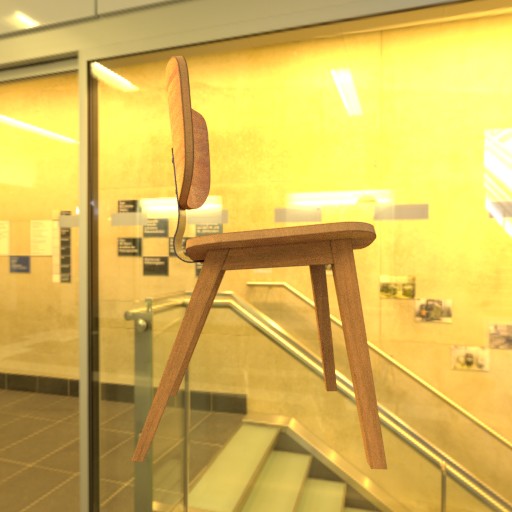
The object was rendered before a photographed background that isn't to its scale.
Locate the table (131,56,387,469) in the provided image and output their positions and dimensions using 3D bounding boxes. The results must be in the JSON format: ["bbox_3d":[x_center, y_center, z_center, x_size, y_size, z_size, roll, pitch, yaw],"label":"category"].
[{"bbox_3d":[0.000,0.000,1.082,0.500,0.805,0.499,0,1,-1],"label":"table"}]
